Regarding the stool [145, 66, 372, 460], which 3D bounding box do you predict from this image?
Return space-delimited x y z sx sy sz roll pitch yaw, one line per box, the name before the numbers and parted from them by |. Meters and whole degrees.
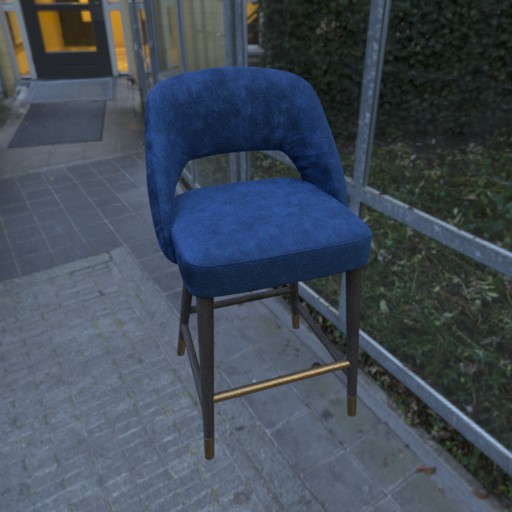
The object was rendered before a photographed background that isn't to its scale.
stool | 0.000 0.000 1.245 0.536 0.925 0.524 -10 32 -16
